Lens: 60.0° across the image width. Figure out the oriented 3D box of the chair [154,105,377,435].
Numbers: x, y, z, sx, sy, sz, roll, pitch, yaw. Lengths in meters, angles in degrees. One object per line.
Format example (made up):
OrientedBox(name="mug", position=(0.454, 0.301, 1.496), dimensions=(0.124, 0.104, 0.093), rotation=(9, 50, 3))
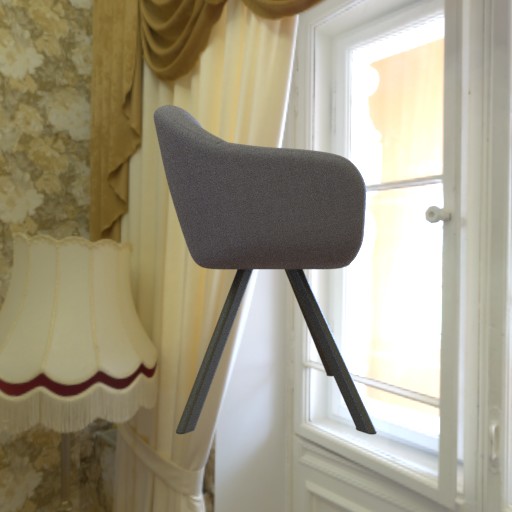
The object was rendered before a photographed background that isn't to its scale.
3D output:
OrientedBox(name="chair", position=(0.000, 0.000, 1.237), dimensions=(0.550, 0.795, 0.590), rotation=(0, 1, 0))
